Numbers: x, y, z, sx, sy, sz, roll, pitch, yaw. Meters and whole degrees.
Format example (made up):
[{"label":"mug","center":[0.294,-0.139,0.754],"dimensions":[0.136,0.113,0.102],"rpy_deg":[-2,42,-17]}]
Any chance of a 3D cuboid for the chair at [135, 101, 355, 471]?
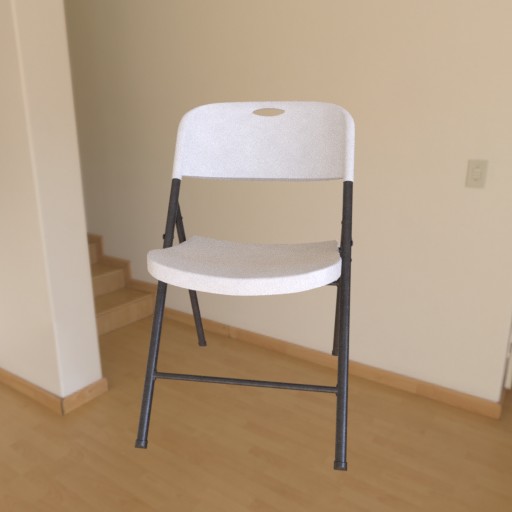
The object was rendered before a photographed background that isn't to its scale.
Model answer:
[{"label":"chair","center":[0.000,0.000,1.166],"dimensions":[0.494,0.810,0.566],"rpy_deg":[2,15,9]}]
